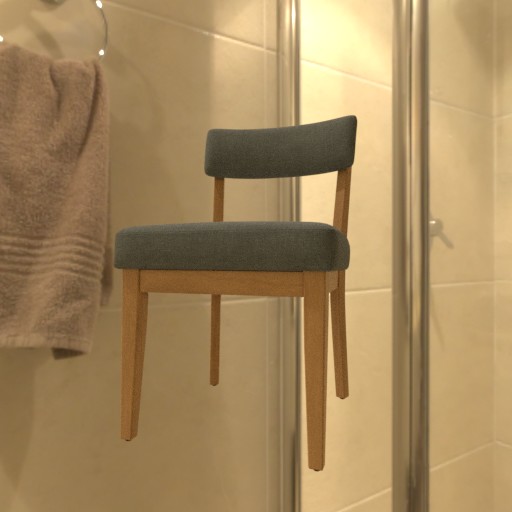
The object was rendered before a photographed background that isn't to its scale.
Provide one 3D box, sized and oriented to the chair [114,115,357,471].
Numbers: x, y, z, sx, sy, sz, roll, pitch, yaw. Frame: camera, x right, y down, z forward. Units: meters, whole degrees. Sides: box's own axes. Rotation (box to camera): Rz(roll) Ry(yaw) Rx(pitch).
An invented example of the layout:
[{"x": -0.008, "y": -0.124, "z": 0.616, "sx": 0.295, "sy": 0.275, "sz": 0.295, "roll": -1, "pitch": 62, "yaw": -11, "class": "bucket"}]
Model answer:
[{"x": 0.000, "y": 0.000, "z": 1.178, "sx": 0.508, "sy": 0.832, "sz": 0.572, "roll": 0, "pitch": 0, "yaw": 19, "class": "chair"}]
